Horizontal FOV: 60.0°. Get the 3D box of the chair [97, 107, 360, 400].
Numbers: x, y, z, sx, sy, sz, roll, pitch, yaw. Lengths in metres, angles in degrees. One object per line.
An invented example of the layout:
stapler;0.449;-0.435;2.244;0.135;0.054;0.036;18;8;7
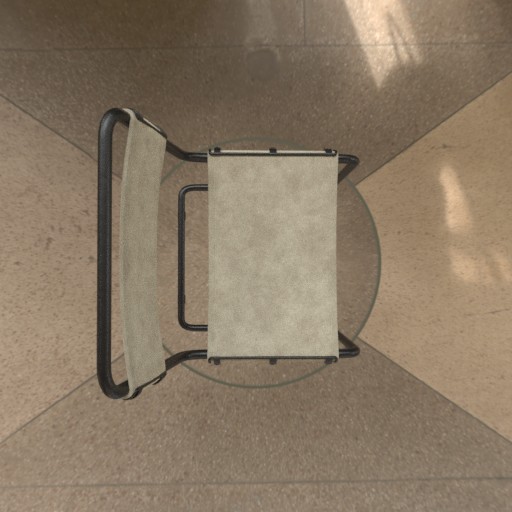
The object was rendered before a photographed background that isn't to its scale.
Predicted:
chair;0.000;0.000;1.055;0.497;0.747;0.499;0;89;0
